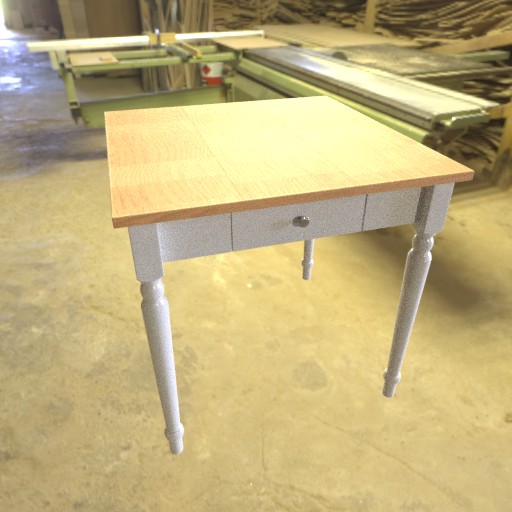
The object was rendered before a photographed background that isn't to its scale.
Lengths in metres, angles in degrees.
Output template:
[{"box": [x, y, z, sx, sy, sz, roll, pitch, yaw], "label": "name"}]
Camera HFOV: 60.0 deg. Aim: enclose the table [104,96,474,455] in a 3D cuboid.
[{"box": [0.000, 0.000, 1.350, 0.747, 0.738, 0.747, -9, 33, -14], "label": "table"}]
